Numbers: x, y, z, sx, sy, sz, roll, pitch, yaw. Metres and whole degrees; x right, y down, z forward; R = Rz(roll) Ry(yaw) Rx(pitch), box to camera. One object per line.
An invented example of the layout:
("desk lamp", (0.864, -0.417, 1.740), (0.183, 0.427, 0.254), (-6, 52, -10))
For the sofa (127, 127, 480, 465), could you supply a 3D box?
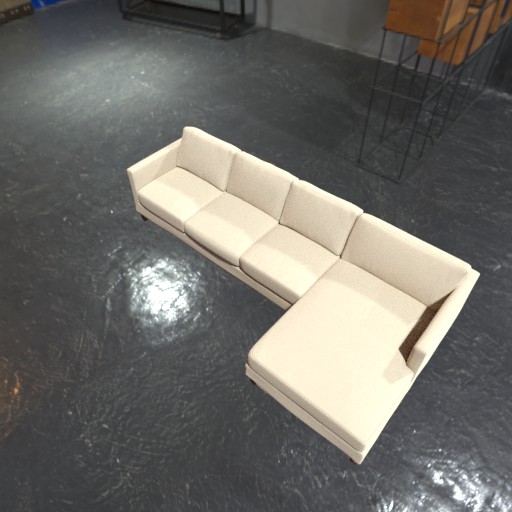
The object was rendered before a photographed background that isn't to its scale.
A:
("sofa", (0.000, 0.000, 3.871), (3.186, 0.861, 1.625), (32, 54, 27))
